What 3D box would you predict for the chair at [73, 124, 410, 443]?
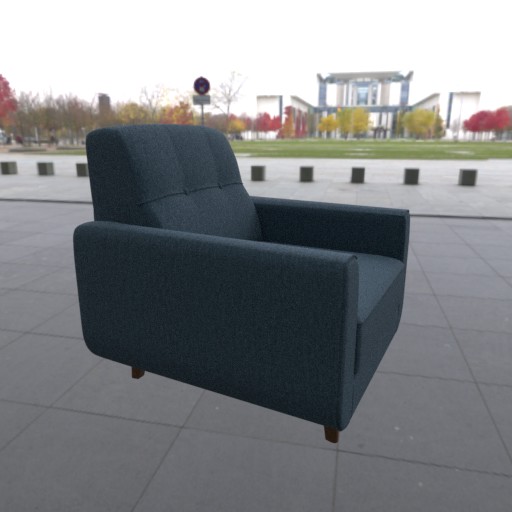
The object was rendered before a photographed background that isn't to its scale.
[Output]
[{"bbox_3d":[0.000,0.000,1.634,0.964,0.940,0.880,8,17,27],"label":"chair"}]
